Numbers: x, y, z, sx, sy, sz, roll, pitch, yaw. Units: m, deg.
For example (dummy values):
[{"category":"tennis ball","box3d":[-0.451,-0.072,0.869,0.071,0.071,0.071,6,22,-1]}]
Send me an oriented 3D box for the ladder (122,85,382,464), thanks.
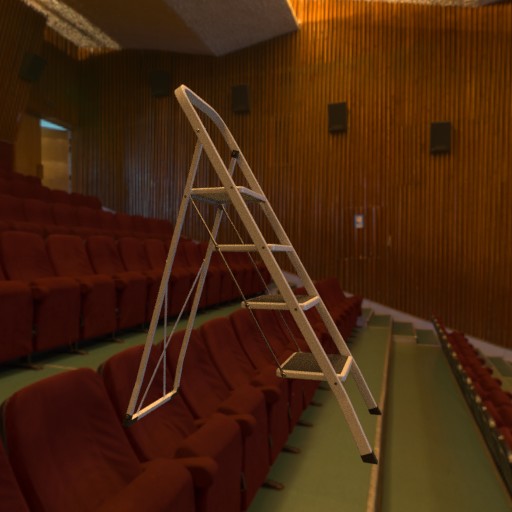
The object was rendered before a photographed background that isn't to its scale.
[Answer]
[{"category":"ladder","box3d":[0.000,0.000,1.697,0.914,1.265,0.460,0,0,17]}]
